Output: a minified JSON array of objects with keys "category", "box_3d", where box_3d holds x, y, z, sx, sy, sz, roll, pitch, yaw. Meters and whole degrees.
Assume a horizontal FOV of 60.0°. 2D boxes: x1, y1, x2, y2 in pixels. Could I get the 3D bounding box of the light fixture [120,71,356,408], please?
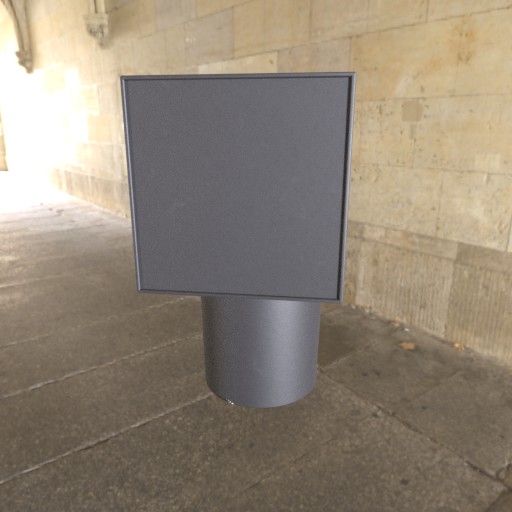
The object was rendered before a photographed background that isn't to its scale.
[{"category":"light fixture","box_3d":[0.000,0.000,0.358,0.130,0.257,0.176,2,16,8]}]
